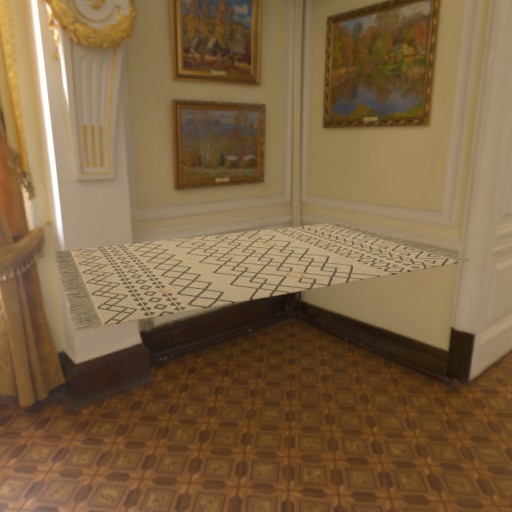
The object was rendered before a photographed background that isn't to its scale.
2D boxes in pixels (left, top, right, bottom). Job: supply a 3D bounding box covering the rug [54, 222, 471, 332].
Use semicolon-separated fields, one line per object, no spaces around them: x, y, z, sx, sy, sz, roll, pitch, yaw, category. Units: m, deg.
0.000;0.000;3.030;2.472;0.035;1.495;-7;17;-26;rug
